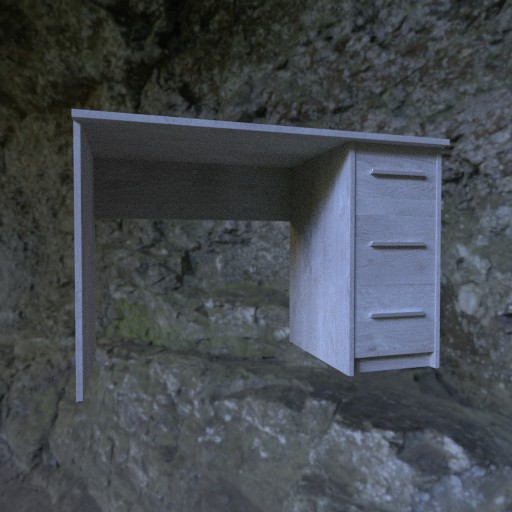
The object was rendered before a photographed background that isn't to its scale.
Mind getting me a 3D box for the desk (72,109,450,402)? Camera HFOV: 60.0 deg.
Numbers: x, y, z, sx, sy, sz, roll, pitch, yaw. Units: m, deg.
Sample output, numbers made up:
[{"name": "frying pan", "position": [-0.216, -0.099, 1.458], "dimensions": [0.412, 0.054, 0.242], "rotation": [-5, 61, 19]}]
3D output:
[{"name": "desk", "position": [0.000, 0.000, 1.508], "dimensions": [1.097, 0.735, 0.560], "rotation": [0, 2, -16]}]
